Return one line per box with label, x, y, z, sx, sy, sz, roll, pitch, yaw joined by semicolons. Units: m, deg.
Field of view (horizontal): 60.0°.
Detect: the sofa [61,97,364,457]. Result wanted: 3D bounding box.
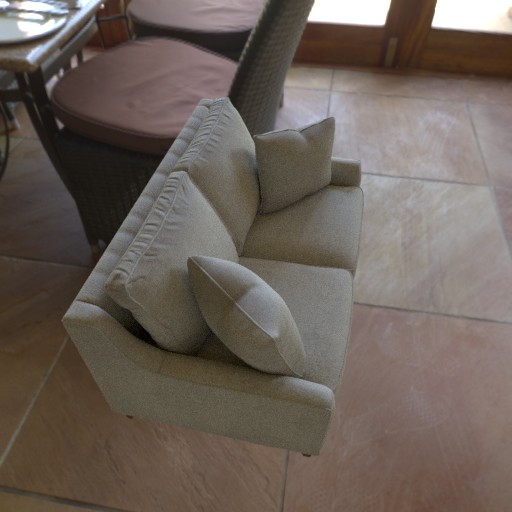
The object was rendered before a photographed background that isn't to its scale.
sofa;0.000;0.000;1.992;0.915;0.863;1.422;10;48;9
